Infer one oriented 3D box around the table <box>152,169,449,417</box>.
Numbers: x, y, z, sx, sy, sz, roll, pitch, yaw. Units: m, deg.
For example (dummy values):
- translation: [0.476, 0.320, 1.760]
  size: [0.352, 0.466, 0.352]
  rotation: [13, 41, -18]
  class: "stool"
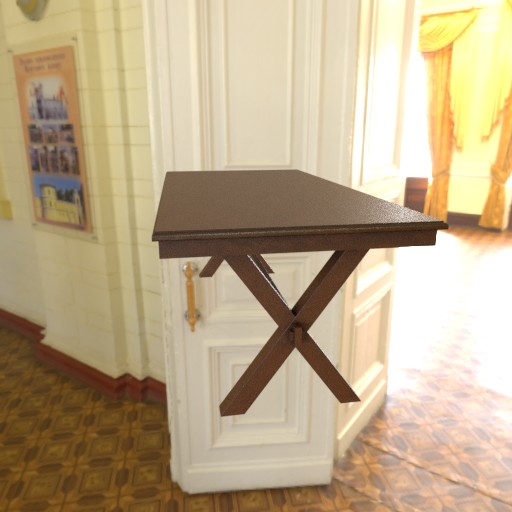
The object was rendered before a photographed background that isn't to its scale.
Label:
- translation: [0.000, 0.000, 1.487]
  size: [0.594, 0.459, 1.197]
  rotation: [-3, 16, -9]
  class: "table"
